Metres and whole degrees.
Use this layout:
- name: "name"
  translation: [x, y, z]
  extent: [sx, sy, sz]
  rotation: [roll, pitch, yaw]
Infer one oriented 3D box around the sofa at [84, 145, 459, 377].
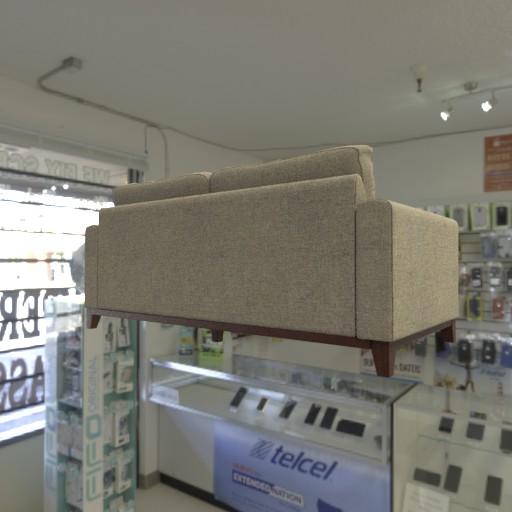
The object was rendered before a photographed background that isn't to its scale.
- name: "sofa"
  translation: [0.000, 0.000, 2.533]
  extent: [1.978, 0.892, 0.969]
  rotation: [-1, -1, 38]
